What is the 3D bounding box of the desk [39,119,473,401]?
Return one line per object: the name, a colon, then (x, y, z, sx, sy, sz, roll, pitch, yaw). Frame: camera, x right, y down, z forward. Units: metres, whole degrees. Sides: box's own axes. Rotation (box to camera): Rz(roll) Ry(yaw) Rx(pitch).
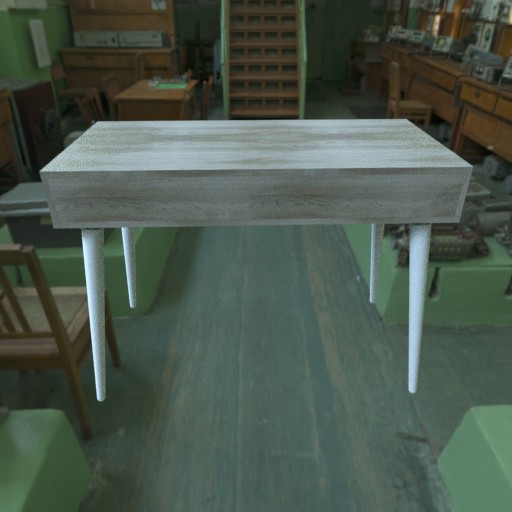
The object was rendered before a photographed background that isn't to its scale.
desk: (0.000, 0.000, 1.382, 0.979, 0.723, 0.491, -1, 30, -2)
